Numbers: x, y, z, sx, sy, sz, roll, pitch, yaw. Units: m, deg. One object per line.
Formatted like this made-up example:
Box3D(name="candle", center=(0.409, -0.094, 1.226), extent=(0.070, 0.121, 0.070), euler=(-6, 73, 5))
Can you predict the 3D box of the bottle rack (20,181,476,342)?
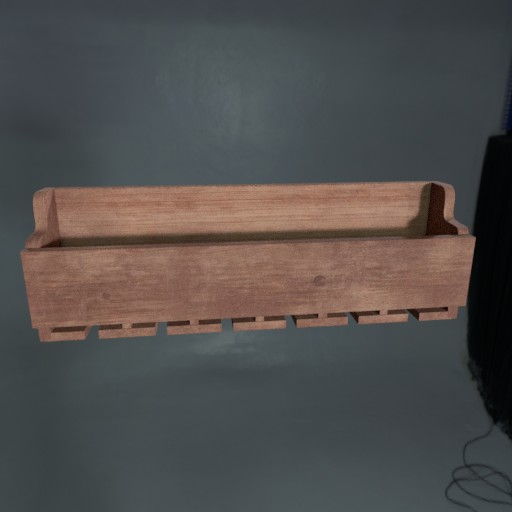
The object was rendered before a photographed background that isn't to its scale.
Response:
Box3D(name="bottle rack", center=(0.000, 0.000, 0.658), extent=(0.608, 0.196, 0.126), euler=(-2, 17, -7))
